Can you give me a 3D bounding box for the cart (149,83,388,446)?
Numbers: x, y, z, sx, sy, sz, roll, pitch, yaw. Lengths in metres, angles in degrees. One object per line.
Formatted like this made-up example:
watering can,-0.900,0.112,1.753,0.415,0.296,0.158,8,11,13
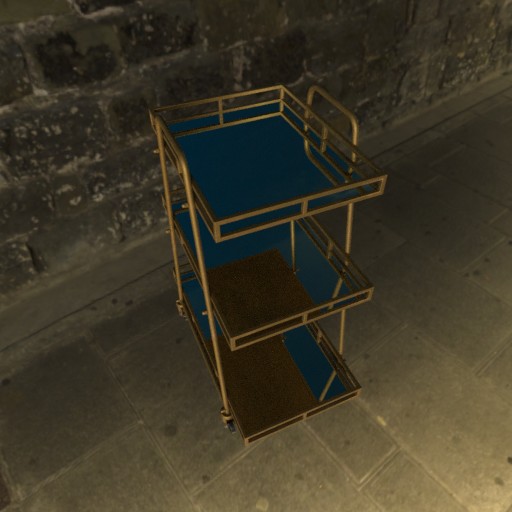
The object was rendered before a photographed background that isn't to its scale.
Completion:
cart,0.000,0.000,1.287,0.441,0.883,0.711,-17,47,-17
